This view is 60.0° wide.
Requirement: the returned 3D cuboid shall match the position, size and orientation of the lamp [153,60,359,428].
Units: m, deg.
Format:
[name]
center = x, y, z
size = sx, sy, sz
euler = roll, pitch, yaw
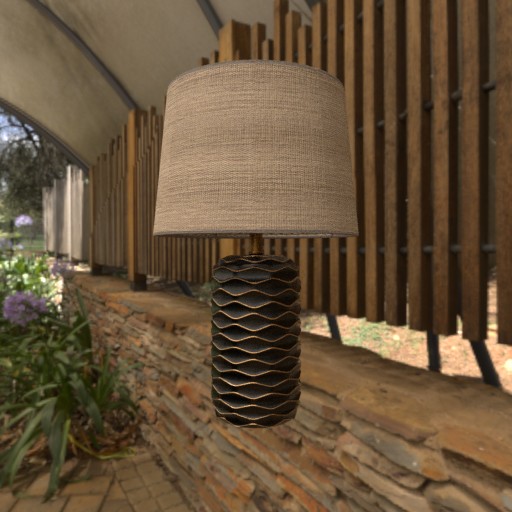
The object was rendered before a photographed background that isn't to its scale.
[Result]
[lamp]
center = 0.000, 0.000, 0.832
size = 0.376, 0.594, 0.376
euler = 0, 1, 0
